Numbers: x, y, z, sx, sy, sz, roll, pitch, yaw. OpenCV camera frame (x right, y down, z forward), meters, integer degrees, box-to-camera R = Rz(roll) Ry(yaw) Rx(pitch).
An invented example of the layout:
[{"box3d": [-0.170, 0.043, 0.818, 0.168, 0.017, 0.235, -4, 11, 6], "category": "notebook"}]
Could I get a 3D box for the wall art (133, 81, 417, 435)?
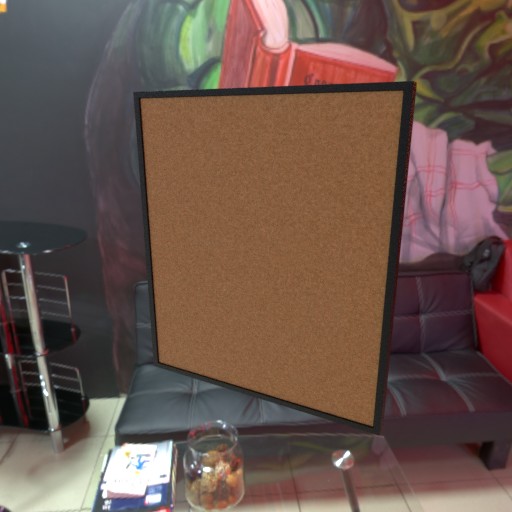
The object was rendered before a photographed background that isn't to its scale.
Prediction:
[{"box3d": [0.000, 0.000, 0.536, 0.330, 0.381, 0.019, 9, 19, 26], "category": "wall art"}]
